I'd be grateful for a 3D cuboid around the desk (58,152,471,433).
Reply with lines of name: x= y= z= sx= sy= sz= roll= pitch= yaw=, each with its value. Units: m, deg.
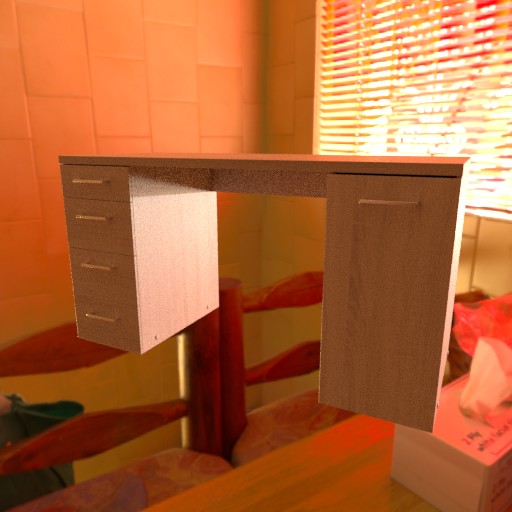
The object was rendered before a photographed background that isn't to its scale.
desk: x=0.000 y=0.000 z=1.685 sx=1.390 sy=0.740 sz=0.600 roll=7 pitch=16 yaw=26
